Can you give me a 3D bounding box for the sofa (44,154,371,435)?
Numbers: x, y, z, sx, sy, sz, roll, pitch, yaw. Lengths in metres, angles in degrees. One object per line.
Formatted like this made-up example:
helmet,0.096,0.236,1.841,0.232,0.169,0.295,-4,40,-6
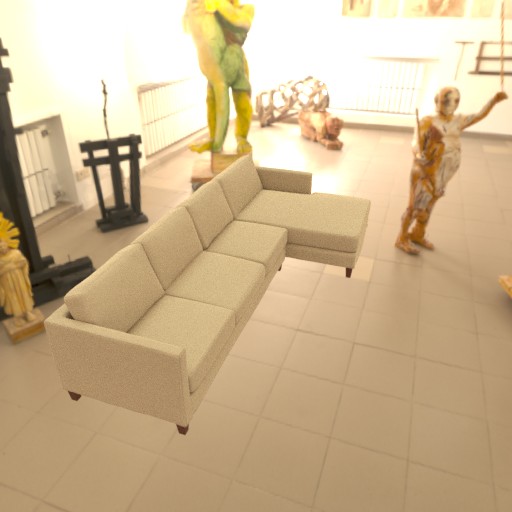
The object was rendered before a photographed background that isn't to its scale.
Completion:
sofa,0.000,0.000,3.854,1.625,0.861,3.186,10,31,17
